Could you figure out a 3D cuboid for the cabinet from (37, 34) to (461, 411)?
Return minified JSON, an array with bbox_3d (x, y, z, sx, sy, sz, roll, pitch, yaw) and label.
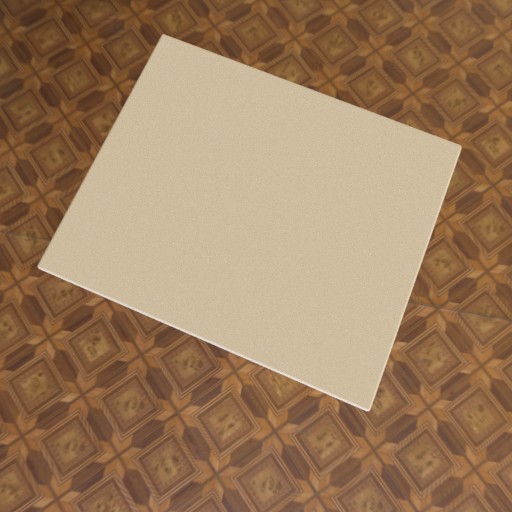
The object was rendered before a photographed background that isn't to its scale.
[{"bbox_3d":[0.000,0.000,1.024,0.520,0.723,0.431,22,78,5],"label":"cabinet"}]
